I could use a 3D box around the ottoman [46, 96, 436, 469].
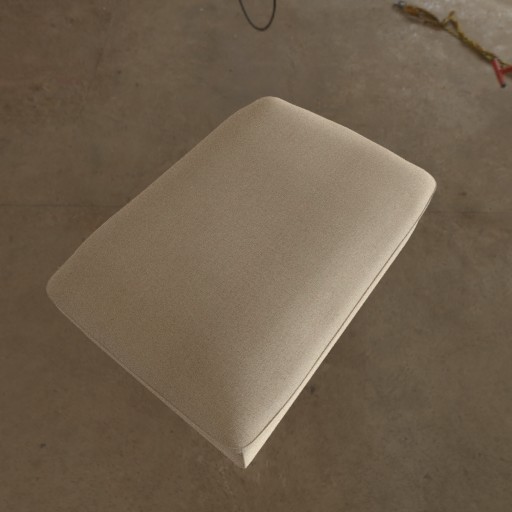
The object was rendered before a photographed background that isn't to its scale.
[{"bbox_3d":[0.000,0.000,1.348,0.686,0.453,0.984,33,63,19],"label":"ottoman"}]
